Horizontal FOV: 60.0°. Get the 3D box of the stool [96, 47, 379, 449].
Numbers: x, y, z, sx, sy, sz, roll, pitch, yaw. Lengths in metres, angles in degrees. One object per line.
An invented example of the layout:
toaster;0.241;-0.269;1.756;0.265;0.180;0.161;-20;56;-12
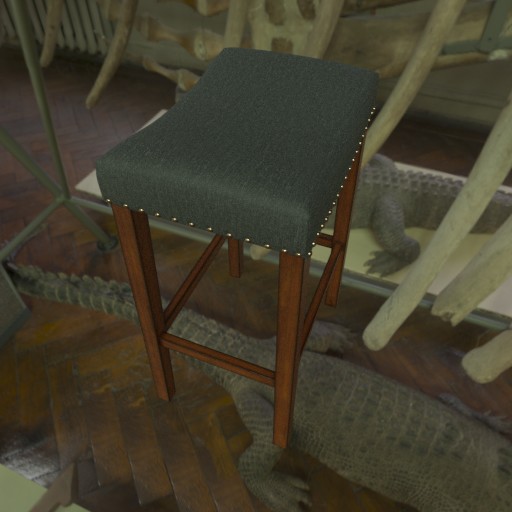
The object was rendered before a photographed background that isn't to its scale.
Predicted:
stool;0.000;0.000;1.030;0.366;0.760;0.502;16;48;15
